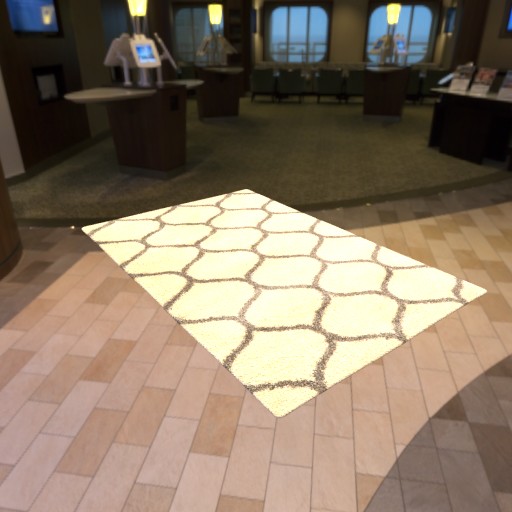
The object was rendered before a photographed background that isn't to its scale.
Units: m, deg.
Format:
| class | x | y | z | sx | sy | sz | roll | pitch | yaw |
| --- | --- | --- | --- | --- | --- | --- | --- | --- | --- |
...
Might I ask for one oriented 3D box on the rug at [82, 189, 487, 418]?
| class | x | y | z | sx | sy | sz | roll | pitch | yaw |
| --- | --- | --- | --- | --- | --- | --- | --- | --- | --- |
| rug | 0.000 | 0.000 | 3.400 | 1.801 | 0.026 | 2.701 | -19 | 32 | -33 |
